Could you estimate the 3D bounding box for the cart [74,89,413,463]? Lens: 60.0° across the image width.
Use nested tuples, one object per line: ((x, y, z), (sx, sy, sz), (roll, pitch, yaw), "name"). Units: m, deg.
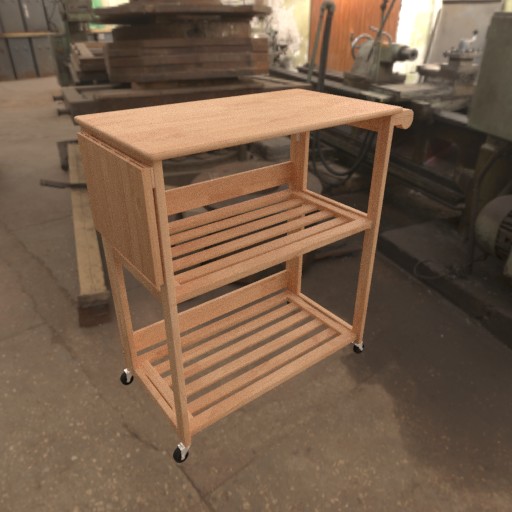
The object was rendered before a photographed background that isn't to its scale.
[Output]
((0.000, 0.000, 1.381), (0.853, 0.879, 0.432), (-20, 35, -32), "cart")
